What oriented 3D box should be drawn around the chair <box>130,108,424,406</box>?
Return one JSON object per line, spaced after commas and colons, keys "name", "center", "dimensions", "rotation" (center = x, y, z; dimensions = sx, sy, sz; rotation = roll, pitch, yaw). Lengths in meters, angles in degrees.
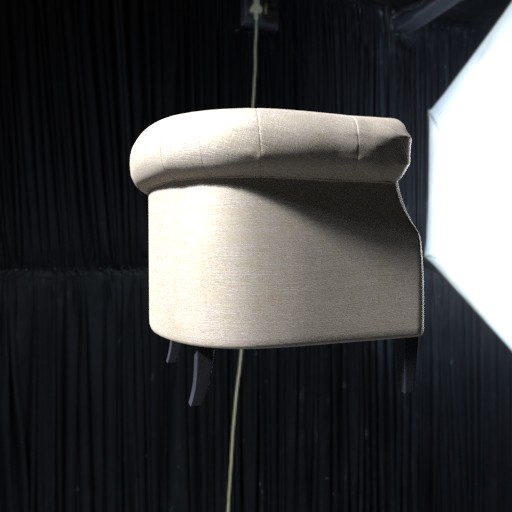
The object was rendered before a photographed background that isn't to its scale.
{"name": "chair", "center": [0.000, 0.000, 1.565], "dimensions": [0.852, 0.827, 0.905], "rotation": [-1, 2, -19]}
